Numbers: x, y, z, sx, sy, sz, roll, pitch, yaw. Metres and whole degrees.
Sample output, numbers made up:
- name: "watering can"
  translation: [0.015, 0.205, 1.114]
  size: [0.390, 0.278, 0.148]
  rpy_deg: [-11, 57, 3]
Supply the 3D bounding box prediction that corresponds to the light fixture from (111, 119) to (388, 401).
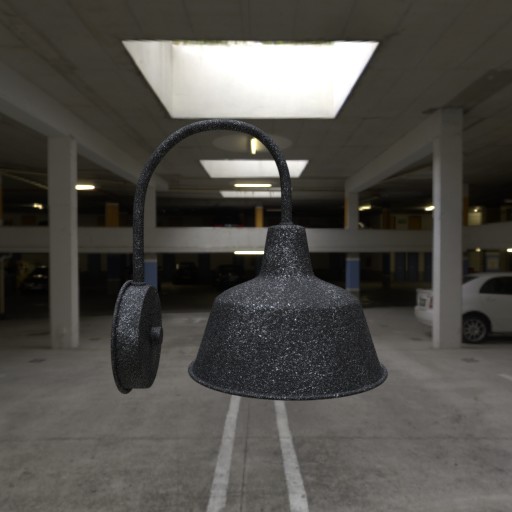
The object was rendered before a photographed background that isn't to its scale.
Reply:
- name: "light fixture"
  translation: [0.000, 0.000, 0.489]
  size: [0.283, 0.300, 0.216]
  rpy_deg: [0, 1, 0]
